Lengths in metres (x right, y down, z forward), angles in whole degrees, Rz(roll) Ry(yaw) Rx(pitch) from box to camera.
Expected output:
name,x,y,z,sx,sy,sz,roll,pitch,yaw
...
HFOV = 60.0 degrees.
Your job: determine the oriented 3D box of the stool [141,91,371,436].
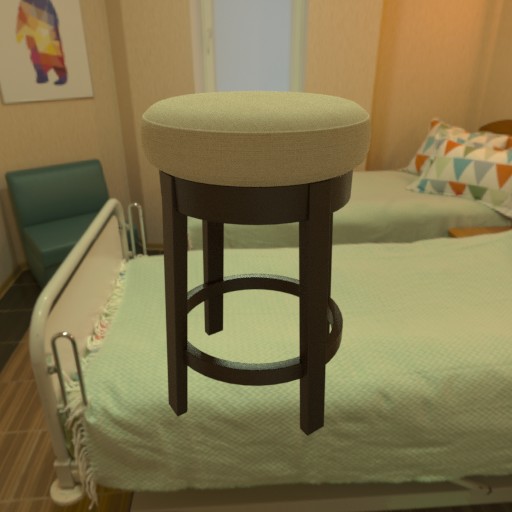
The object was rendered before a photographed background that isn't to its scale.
name,x,y,z,sx,sy,sz,roll,pitch,yaw
stool,0.000,0.000,0.964,0.449,0.655,0.449,0,26,0
